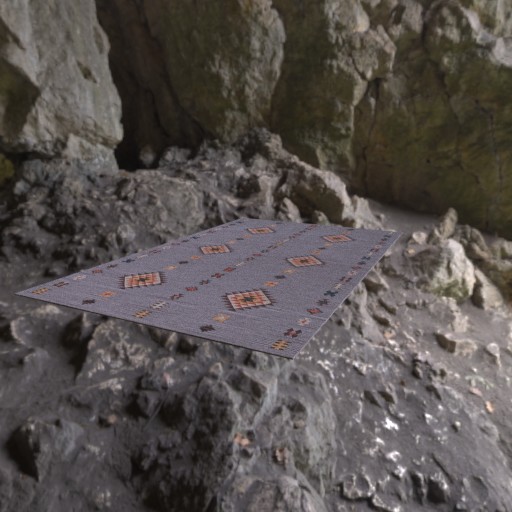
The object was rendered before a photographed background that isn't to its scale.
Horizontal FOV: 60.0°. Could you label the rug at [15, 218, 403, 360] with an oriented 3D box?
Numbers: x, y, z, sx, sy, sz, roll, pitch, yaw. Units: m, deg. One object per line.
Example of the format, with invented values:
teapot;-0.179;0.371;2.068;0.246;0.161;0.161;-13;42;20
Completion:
rug;0.000;0.000;2.958;1.515;0.007;2.427;7;17;26
